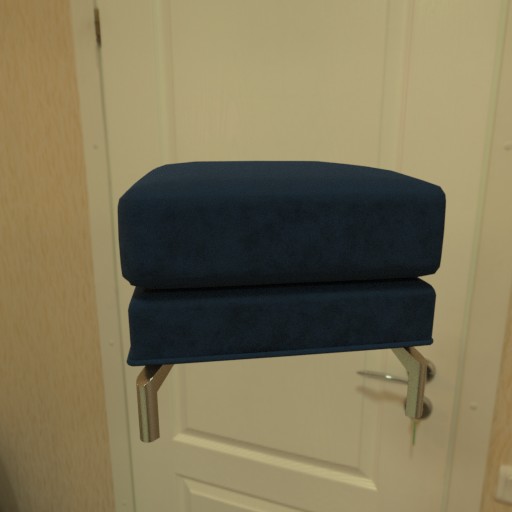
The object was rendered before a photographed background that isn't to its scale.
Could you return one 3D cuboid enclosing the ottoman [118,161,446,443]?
[{"bbox_3d":[0.000,0.000,1.184,0.587,0.498,0.835,-2,14,-9],"label":"ottoman"}]
